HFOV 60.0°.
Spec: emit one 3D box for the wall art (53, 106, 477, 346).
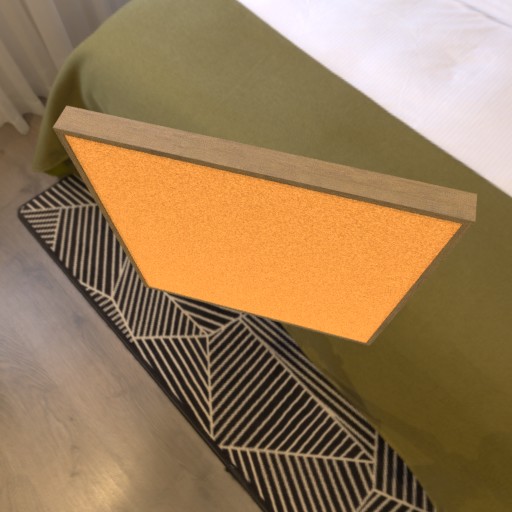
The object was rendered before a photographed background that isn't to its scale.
[{"bbox_3d":[0.000,0.000,0.748,0.507,0.507,0.037,14,64,7],"label":"wall art"}]
